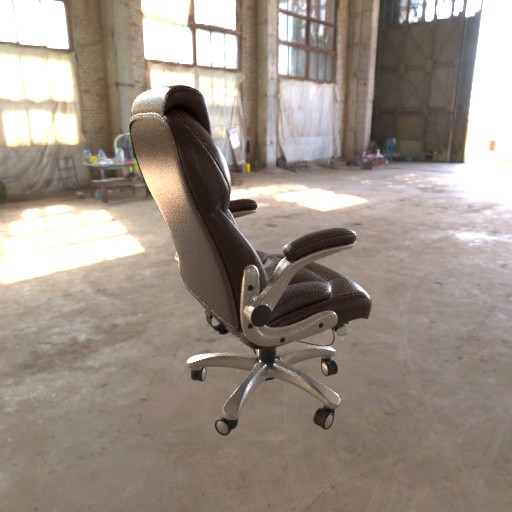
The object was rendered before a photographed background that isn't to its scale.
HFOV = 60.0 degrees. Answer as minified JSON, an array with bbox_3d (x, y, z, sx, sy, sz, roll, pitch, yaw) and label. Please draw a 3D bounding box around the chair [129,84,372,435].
[{"bbox_3d":[0.000,0.000,1.654,0.774,1.160,0.733,-9,18,-27],"label":"chair"}]
